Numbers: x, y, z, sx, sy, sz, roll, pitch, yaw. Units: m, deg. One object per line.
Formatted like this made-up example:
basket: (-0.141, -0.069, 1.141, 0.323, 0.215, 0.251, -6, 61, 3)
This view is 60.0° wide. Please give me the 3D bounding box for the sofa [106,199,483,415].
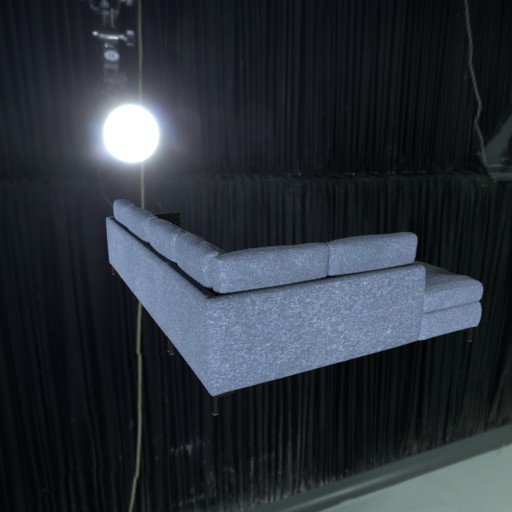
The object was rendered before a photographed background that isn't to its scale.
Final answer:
sofa: (0.000, 0.000, 3.819, 2.007, 0.815, 2.949, -7, 16, -27)
